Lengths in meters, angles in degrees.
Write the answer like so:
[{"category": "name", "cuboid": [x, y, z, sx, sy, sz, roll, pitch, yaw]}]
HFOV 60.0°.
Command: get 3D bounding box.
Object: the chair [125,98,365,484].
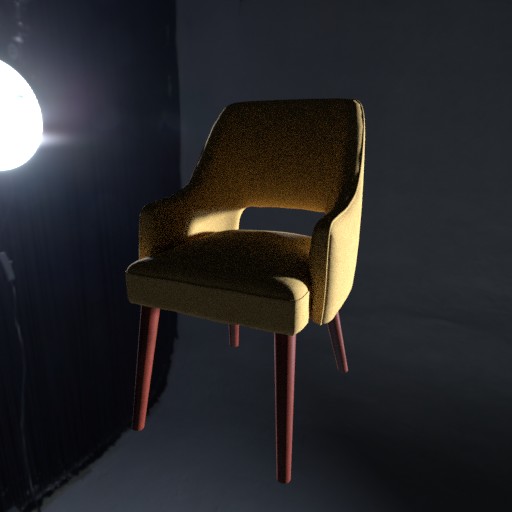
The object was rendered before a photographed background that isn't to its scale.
[{"category": "chair", "cuboid": [0.000, 0.000, 1.220, 0.548, 0.849, 0.605, 7, 17, 25]}]
